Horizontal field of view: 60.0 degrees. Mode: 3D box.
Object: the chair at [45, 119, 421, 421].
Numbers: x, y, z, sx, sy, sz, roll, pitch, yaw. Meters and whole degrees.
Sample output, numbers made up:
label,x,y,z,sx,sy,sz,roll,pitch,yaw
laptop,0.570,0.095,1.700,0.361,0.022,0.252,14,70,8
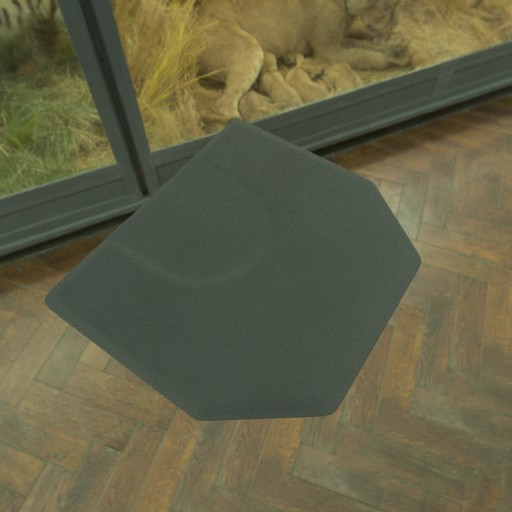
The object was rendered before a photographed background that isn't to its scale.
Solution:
label,x,y,z,sx,sy,sz,roll,pitch,yaw
chair,0.000,0.000,1.932,1.219,0.024,1.372,30,62,18
